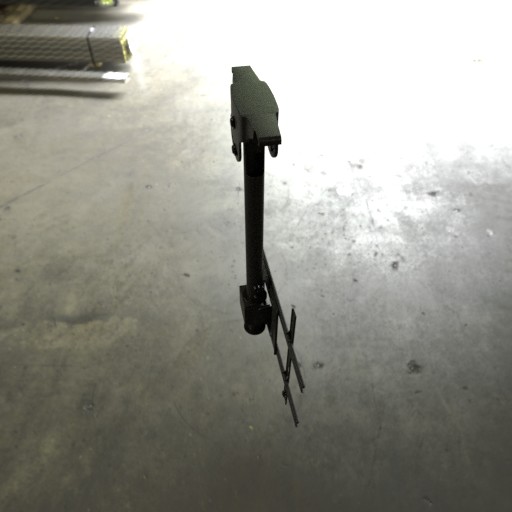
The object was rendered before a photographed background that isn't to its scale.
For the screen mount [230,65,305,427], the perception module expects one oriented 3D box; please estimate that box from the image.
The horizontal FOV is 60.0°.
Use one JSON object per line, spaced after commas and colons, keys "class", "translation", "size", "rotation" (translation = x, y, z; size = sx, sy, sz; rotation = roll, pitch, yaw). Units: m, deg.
{"class": "screen mount", "translation": [0.000, 0.000, 1.024], "size": [0.090, 0.775, 0.595], "rotation": [-8, 47, -8]}
